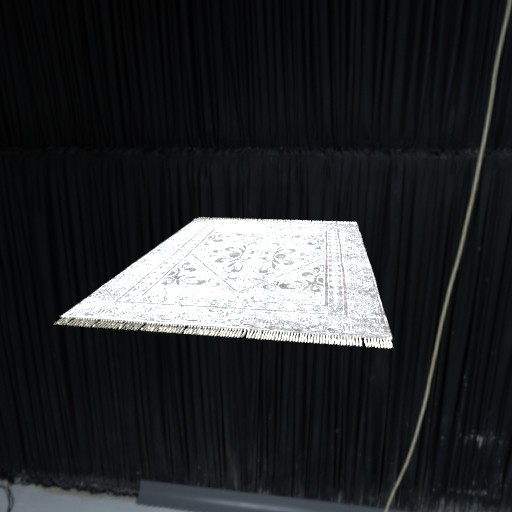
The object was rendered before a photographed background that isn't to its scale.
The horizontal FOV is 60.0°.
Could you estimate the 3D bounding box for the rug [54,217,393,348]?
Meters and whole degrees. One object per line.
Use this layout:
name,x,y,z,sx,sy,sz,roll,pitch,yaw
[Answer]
rug,0.000,0.000,3.067,1.529,0.010,2.440,3,17,8
